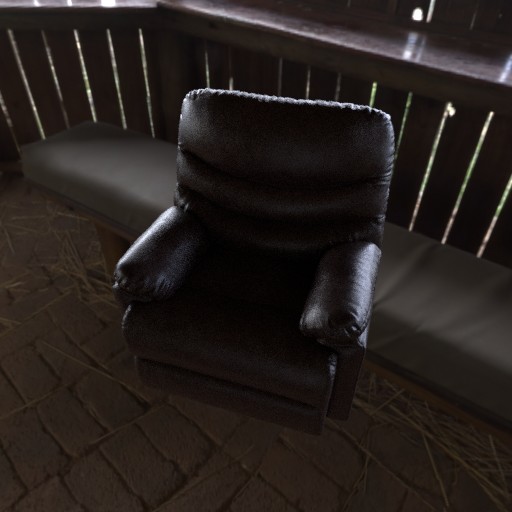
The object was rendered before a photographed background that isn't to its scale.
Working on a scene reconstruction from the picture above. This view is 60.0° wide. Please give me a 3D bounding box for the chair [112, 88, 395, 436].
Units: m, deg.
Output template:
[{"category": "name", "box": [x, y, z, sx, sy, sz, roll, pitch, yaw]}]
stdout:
[{"category": "chair", "box": [0.000, 0.000, 1.729, 0.940, 1.041, 0.879, 11, 41, 13]}]
